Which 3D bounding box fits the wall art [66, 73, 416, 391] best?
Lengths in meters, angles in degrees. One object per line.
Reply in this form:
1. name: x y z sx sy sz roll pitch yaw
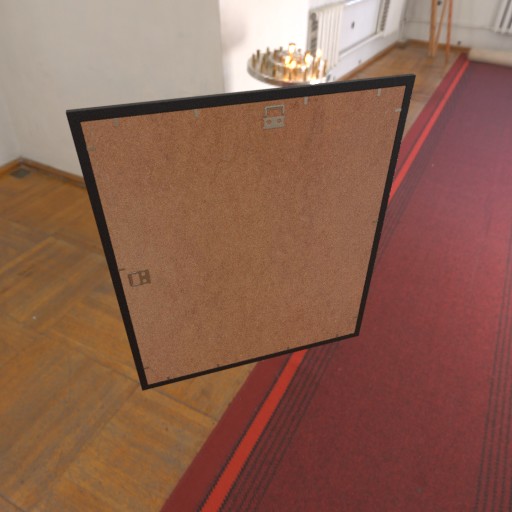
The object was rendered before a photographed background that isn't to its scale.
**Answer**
1. wall art: 0.000 0.000 0.894 0.559 0.660 0.018 -11 40 -13
